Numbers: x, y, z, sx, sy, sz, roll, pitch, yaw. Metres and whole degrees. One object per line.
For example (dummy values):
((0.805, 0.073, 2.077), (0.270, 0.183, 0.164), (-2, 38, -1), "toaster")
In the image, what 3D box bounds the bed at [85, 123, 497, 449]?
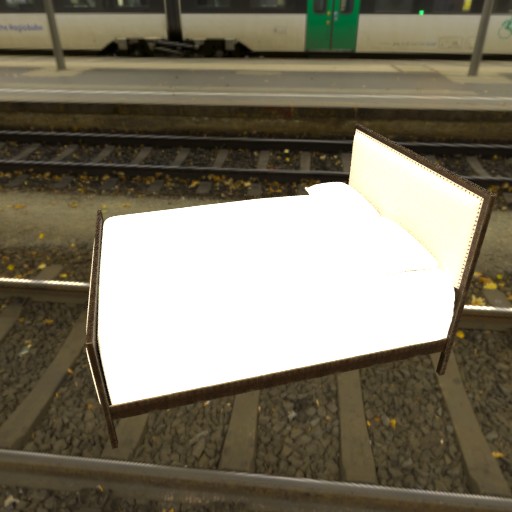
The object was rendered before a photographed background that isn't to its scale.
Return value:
((0.000, 0.000, 3.103), (2.221, 1.313, 1.607), (-8, 31, -13), "bed")
